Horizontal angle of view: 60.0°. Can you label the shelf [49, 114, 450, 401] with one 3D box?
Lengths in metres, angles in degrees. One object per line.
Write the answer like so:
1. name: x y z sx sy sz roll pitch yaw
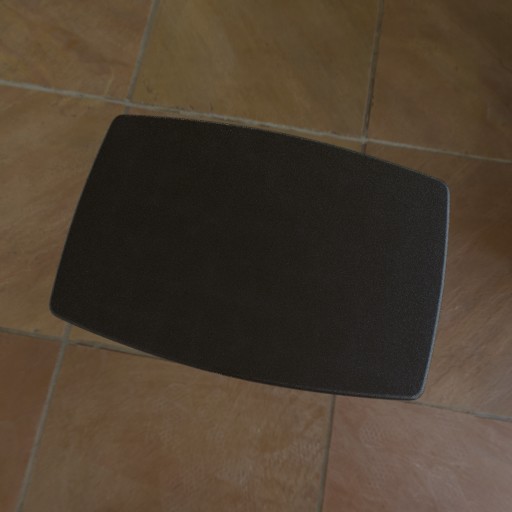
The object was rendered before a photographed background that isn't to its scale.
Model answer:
1. shelf: 0.000 0.000 0.523 0.410 0.100 0.280 12 76 3
